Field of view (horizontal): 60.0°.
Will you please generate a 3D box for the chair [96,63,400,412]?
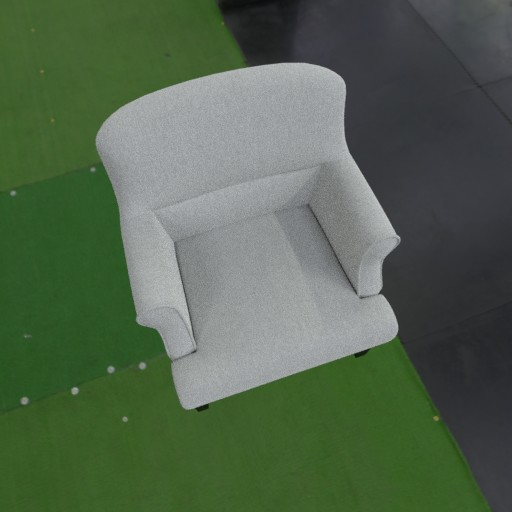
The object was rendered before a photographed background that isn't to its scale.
[{"bbox_3d":[0.000,0.000,1.453,0.781,0.875,0.750,-17,64,-8],"label":"chair"}]
